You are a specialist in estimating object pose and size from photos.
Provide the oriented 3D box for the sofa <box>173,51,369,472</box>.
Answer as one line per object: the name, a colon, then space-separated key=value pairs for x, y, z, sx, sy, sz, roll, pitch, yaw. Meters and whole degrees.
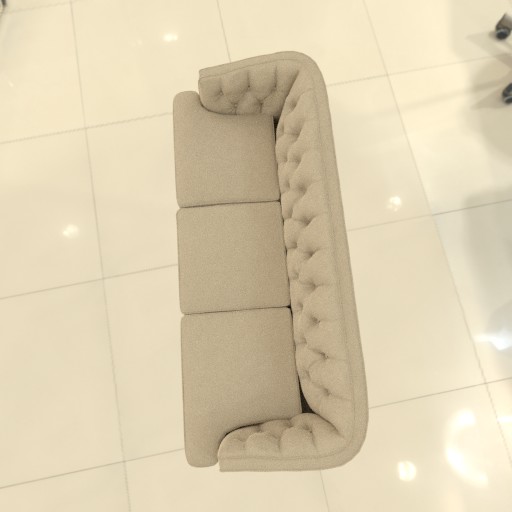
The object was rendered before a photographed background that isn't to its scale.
sofa: x=0.000 y=0.000 z=2.660 sx=0.941 sy=0.855 sz=2.278 roll=-4 pitch=75 yaw=-1
